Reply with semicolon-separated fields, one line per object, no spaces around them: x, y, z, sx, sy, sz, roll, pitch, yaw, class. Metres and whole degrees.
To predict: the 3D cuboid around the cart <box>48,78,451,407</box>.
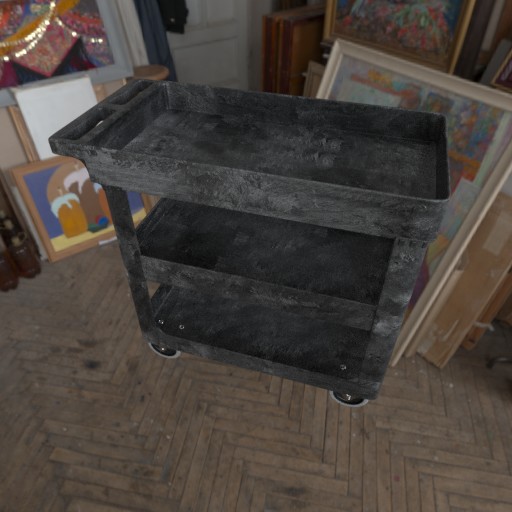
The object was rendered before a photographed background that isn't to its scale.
0.000;0.000;1.326;0.877;0.824;0.420;11;42;13;cart
